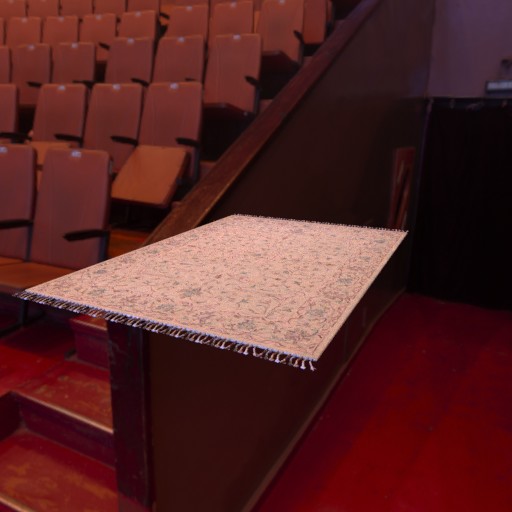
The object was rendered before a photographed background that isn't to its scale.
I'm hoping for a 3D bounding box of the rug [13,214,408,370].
[{"bbox_3d":[0.000,0.000,2.228,1.247,0.008,1.802,8,18,25],"label":"rug"}]
